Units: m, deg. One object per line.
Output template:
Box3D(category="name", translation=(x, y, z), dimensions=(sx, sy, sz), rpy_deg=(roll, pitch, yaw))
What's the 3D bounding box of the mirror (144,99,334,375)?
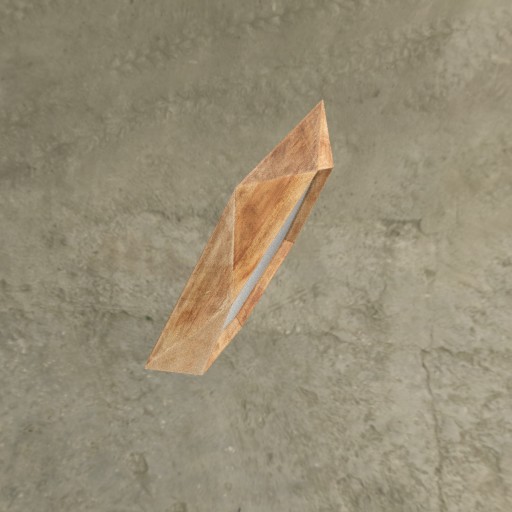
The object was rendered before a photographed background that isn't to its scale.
Box3D(category="mirror", translation=(0.000, 0.000, 1.089), dimensions=(0.091, 0.779, 0.675), rpy_deg=(31, 78, 7))
